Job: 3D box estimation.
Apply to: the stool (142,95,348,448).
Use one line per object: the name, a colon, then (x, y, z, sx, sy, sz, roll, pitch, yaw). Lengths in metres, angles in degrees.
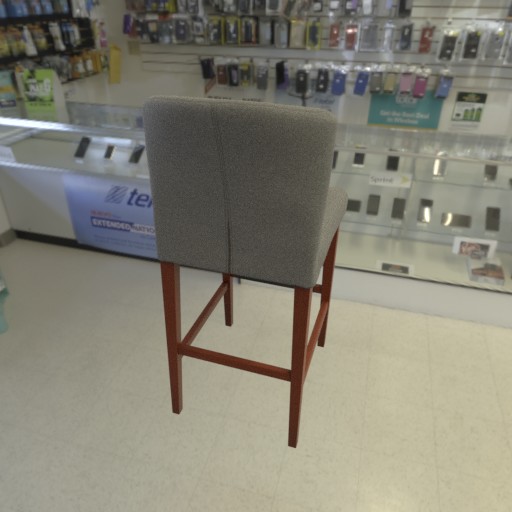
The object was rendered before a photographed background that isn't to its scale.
stool: (0.000, 0.000, 1.408, 0.481, 1.069, 0.568, 10, 33, 16)
